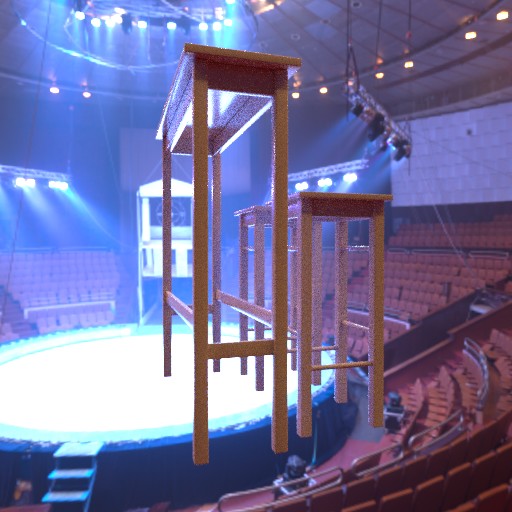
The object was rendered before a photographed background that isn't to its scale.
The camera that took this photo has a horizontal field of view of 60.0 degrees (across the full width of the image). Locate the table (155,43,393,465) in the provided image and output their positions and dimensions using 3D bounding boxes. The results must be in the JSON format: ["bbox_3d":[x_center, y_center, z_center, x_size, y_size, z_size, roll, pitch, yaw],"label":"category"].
[{"bbox_3d":[0.000,0.000,1.629,0.650,1.065,0.915,0,1,-17],"label":"table"}]
